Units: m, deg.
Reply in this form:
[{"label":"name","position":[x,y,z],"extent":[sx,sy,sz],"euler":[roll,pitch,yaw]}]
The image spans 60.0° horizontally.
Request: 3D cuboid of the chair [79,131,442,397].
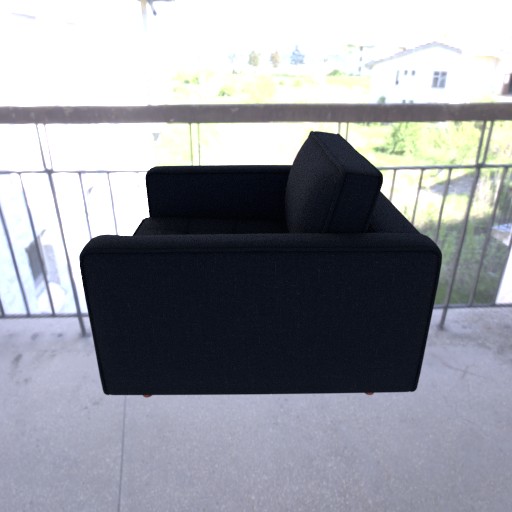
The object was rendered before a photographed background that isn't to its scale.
[{"label":"chair","position":[0.000,0.000,1.555],"extent":[0.920,0.770,0.899],"euler":[0,25,-1]}]
